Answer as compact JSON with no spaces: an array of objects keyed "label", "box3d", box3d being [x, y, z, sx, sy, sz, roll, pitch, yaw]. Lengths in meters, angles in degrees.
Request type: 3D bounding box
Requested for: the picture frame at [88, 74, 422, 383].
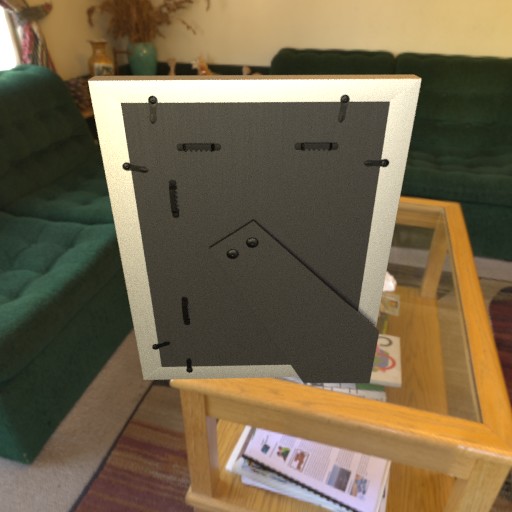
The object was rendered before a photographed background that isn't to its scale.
[{"label":"picture frame","box3d":[0.000,0.000,0.512,0.307,0.386,0.036,-1,31,-1]}]
